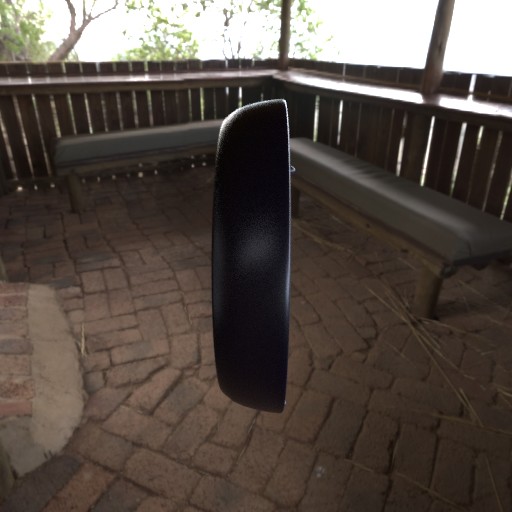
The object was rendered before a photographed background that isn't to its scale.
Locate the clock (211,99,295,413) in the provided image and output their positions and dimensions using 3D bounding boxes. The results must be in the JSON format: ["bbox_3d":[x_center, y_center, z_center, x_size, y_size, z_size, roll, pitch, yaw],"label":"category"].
[{"bbox_3d":[0.000,0.000,0.450,0.060,0.300,0.300,0,26,1],"label":"clock"}]
